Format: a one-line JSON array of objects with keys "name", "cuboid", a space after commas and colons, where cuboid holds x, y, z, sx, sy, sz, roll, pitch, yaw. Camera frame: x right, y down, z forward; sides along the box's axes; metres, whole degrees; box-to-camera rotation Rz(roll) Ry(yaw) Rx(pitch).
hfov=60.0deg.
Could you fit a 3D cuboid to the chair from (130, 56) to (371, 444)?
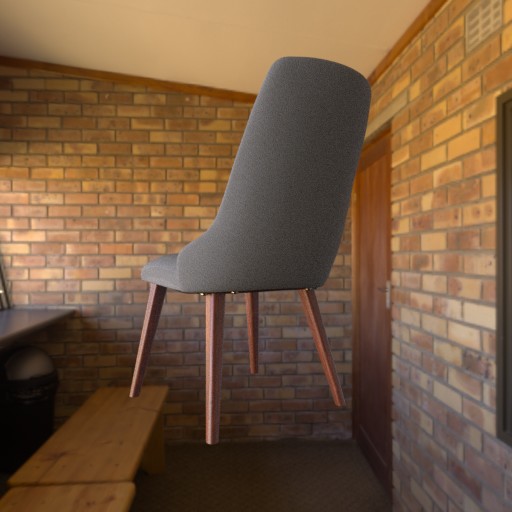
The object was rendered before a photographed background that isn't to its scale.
[{"name": "chair", "cuboid": [0.000, 0.000, 1.338, 0.535, 0.918, 0.707, 0, 0, -36]}]
